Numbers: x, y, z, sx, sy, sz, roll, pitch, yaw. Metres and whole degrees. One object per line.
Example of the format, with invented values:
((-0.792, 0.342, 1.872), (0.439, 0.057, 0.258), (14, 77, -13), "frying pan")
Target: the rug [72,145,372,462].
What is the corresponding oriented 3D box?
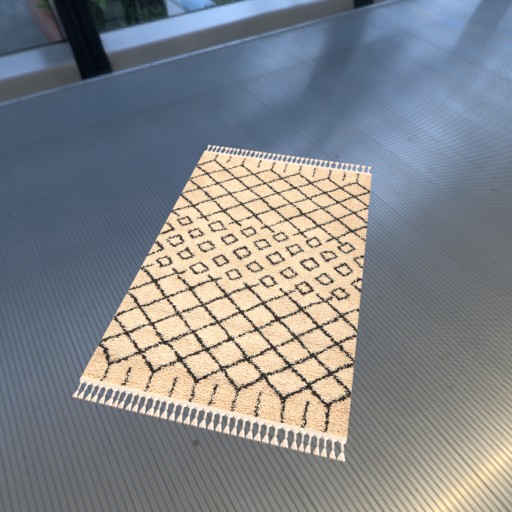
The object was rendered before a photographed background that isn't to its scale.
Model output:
((0.000, 0.000, 2.507), (1.196, 0.008, 2.006), (10, 48, 9), "rug")
